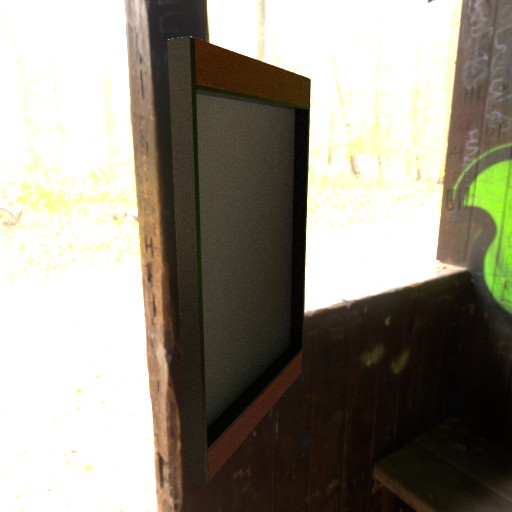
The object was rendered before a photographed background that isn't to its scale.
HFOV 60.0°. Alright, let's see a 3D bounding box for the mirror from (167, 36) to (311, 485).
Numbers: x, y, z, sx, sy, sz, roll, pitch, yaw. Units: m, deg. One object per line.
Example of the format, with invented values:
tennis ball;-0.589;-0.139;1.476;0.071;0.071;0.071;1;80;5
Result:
mirror;0.000;0.000;1.019;0.047;0.823;0.525;7;16;27
